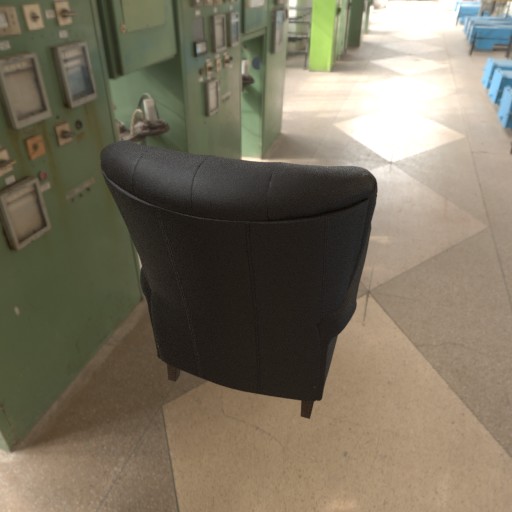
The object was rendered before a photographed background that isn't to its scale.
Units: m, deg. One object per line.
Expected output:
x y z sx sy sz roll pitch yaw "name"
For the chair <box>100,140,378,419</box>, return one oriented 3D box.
0.000 0.000 1.926 0.948 1.158 1.058 10 34 16 "chair"
